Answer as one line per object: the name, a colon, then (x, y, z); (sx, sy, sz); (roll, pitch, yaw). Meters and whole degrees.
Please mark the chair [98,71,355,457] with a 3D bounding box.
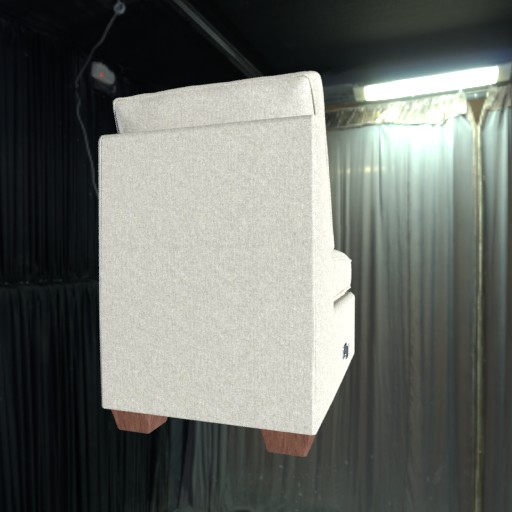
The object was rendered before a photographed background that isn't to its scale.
chair: (0.000, 0.000, 1.697); (0.674, 1.058, 1.020); (0, 0, 18)
